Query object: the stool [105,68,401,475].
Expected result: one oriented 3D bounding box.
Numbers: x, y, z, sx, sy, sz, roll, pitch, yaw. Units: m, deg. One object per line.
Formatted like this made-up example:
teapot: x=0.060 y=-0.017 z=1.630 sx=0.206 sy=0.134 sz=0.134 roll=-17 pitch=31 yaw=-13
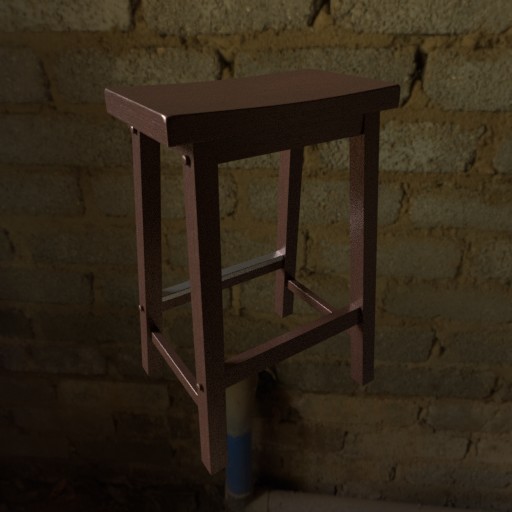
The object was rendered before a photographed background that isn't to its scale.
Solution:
stool: x=0.000 y=0.000 z=0.839 sx=0.406 sy=0.610 sz=0.322 roll=-19 pitch=35 yaw=-29
